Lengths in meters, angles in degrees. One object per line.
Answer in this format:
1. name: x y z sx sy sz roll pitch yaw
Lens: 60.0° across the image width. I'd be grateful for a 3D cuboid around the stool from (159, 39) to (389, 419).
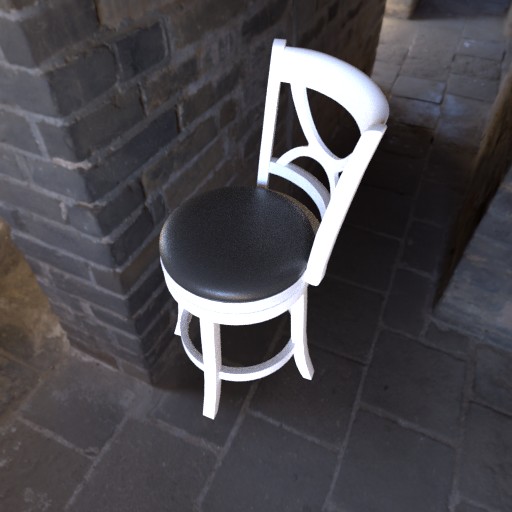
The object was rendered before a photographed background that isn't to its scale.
1. stool: 0.000 0.000 1.220 0.508 0.953 0.444 -17 50 -16
